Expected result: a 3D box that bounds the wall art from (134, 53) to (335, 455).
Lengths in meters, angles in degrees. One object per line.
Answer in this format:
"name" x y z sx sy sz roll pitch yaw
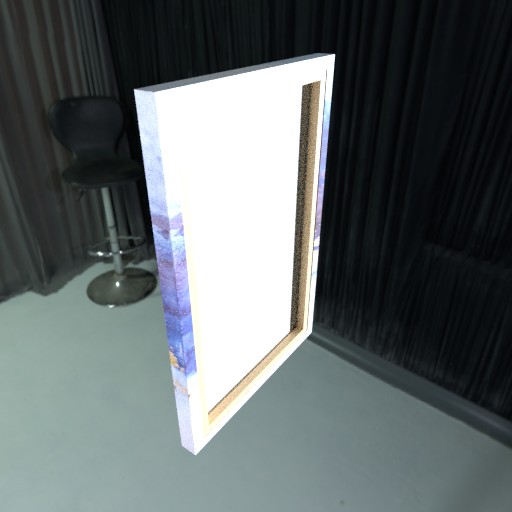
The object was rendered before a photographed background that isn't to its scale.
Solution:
"wall art" 0.000 0.000 1.108 0.048 0.874 0.583 21 37 30
